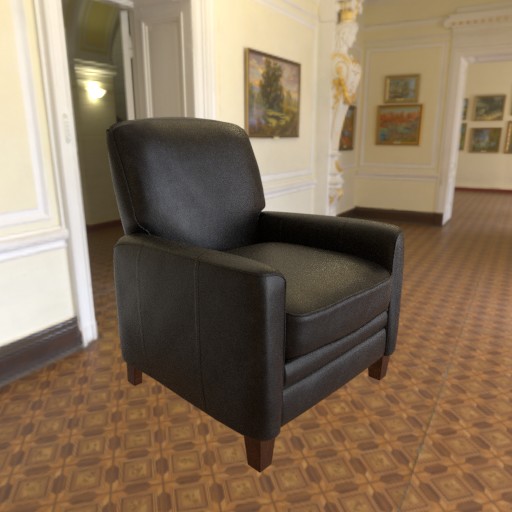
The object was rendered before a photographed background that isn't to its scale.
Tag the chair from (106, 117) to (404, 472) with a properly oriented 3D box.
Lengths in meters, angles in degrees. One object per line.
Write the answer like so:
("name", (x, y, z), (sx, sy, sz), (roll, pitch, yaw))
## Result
("chair", (0.000, 0.000, 1.652), (0.864, 1.014, 0.848), (14, 20, 42))
